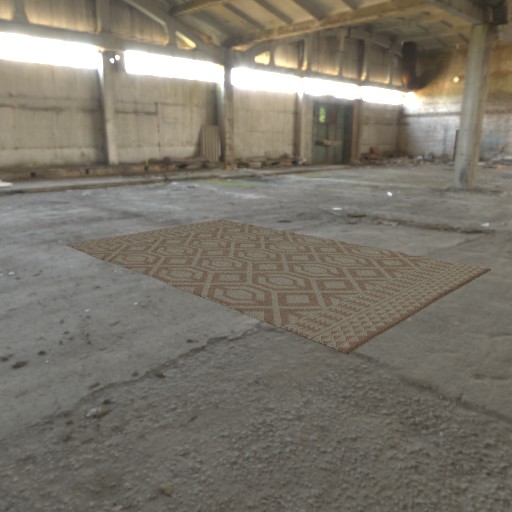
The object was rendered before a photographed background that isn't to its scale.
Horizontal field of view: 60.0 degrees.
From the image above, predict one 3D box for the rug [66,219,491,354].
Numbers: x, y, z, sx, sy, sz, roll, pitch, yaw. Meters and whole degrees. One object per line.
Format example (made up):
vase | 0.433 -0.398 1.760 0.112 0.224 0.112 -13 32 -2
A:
rug | 0.000 0.000 2.943 2.435 0.011 1.526 14 20 43
